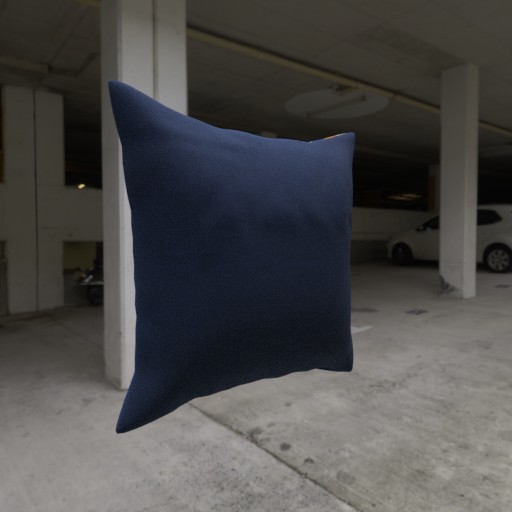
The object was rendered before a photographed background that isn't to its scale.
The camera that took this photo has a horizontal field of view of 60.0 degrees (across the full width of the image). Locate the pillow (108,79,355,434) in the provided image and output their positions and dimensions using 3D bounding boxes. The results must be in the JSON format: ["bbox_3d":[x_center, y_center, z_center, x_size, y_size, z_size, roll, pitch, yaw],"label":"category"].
[{"bbox_3d":[0.000,0.000,0.704,0.463,0.454,0.173,-2,3,-37],"label":"pillow"}]
